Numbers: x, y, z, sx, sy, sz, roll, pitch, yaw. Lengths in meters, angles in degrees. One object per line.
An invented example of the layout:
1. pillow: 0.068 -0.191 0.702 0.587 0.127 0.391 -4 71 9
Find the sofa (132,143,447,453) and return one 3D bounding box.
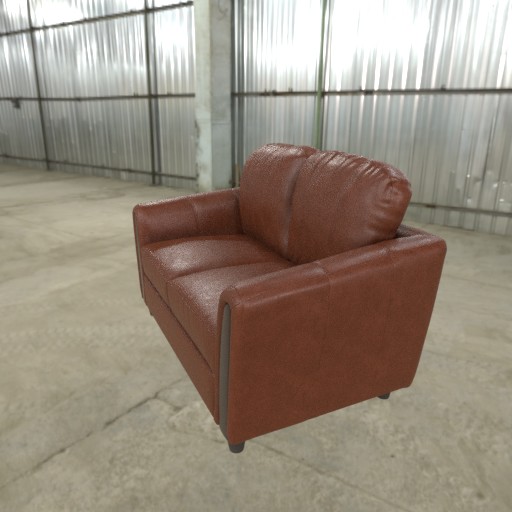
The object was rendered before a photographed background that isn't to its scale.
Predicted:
1. sofa: 0.000 0.000 1.936 0.805 0.906 1.406 -8 20 -24
